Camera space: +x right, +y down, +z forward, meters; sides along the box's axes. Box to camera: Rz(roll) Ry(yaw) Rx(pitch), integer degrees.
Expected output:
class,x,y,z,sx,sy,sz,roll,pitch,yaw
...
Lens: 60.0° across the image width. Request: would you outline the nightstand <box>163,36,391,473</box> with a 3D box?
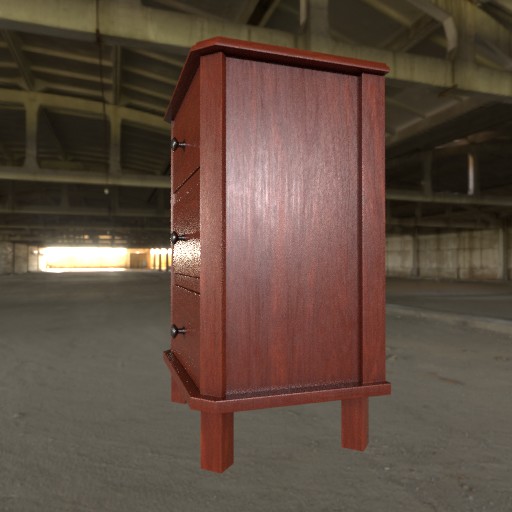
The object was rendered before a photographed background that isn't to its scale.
class,x,y,z,sx,sy,sz,roll,pitch,yaw
nightstand,0.000,0.000,0.923,0.351,0.681,0.435,0,-1,-18
